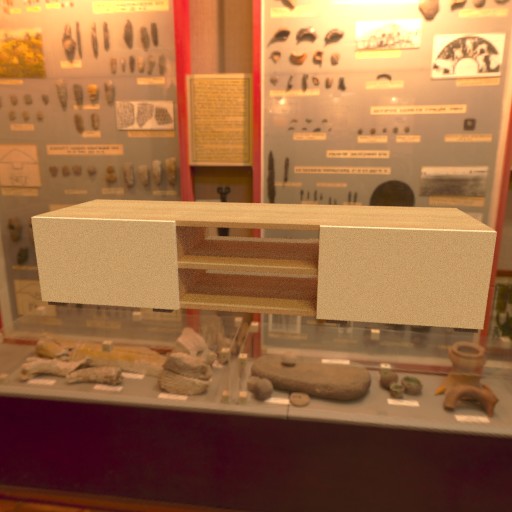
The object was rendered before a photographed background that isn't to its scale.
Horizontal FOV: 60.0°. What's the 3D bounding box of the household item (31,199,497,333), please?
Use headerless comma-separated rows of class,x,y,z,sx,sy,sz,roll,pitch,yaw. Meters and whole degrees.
household item,0.000,0.000,1.555,1.400,0.310,0.420,2,15,9
